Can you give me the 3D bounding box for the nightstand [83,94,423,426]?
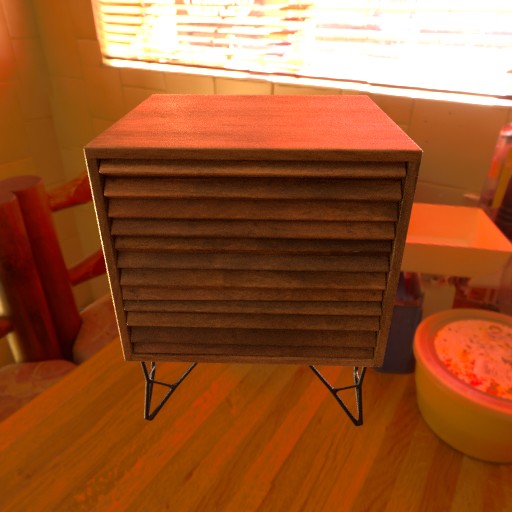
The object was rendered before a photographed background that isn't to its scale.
[{"bbox_3d":[0.000,0.000,0.905,0.457,0.559,0.406,1,30,2],"label":"nightstand"}]
